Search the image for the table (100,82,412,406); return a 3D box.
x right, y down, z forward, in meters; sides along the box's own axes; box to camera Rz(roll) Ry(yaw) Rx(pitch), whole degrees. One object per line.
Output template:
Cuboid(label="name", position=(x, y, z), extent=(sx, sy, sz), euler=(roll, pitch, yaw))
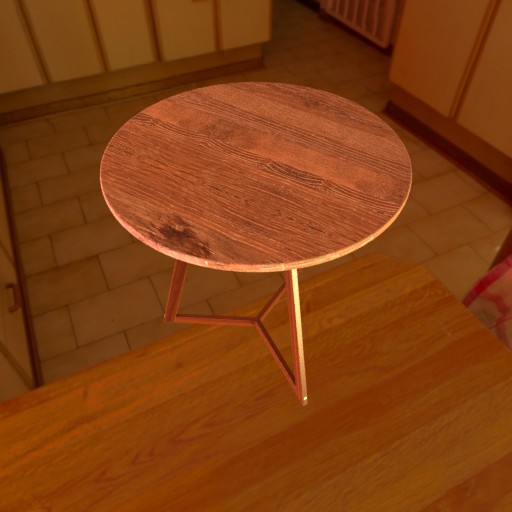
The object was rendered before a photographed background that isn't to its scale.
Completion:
Cuboid(label="table", position=(0.000, 0.000, 0.910), extent=(0.500, 0.500, 0.500), euler=(0, 47, 0))
